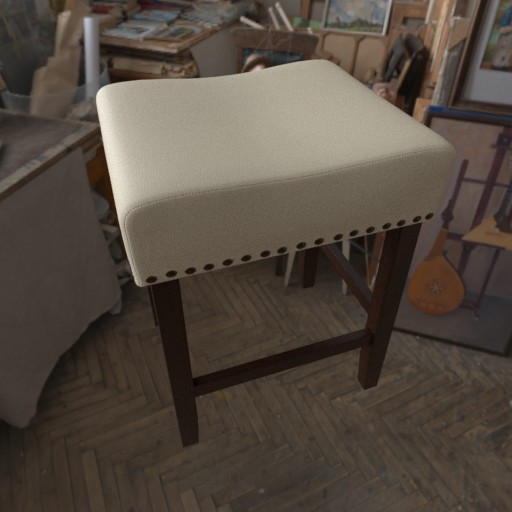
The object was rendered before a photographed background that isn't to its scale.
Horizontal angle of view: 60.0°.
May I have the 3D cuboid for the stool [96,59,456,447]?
[{"bbox_3d":[0.000,0.000,0.887,0.471,0.609,0.401,-13,43,-14],"label":"stool"}]
